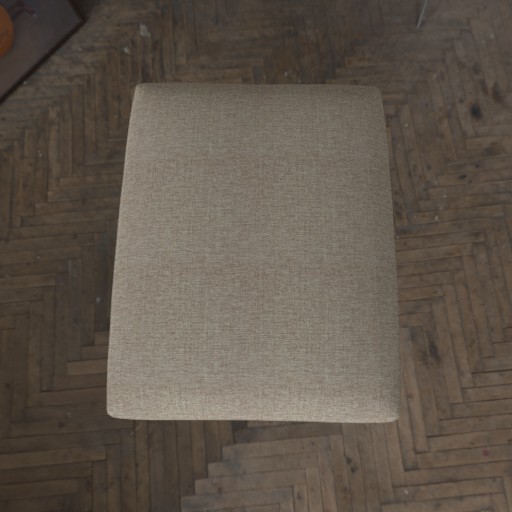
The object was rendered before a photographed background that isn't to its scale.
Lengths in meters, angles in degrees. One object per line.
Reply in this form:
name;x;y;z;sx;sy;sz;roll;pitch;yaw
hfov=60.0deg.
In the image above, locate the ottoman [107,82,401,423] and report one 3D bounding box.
ottoman;0.000;0.000;1.105;0.584;0.513;0.741;1;76;0
